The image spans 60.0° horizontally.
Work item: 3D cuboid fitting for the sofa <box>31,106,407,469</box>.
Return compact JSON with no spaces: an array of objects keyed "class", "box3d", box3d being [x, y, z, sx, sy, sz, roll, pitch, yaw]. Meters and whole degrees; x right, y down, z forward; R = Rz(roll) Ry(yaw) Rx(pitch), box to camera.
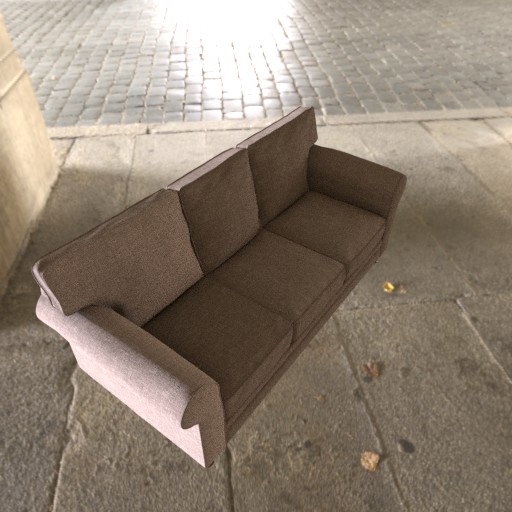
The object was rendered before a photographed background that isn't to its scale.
[{"class":"sofa","box3d":[0.000,0.000,2.477,0.916,0.961,2.084,25,46,27]}]
